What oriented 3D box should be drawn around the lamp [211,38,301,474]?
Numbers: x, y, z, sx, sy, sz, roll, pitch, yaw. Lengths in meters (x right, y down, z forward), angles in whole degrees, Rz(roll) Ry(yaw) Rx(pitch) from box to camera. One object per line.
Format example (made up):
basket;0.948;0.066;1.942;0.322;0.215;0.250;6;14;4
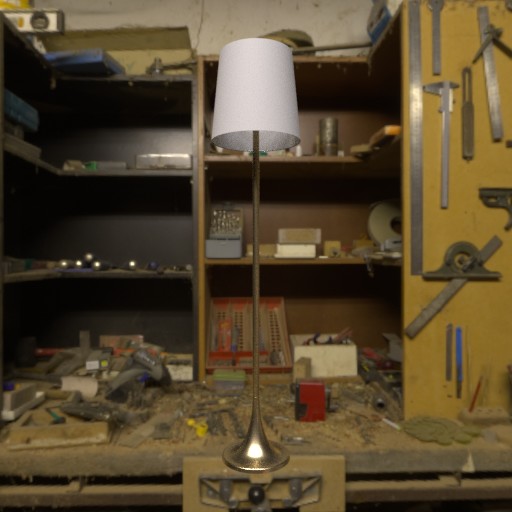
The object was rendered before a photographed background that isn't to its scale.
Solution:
lamp;0.000;0.000;1.691;0.337;1.543;0.337;0;1;0
